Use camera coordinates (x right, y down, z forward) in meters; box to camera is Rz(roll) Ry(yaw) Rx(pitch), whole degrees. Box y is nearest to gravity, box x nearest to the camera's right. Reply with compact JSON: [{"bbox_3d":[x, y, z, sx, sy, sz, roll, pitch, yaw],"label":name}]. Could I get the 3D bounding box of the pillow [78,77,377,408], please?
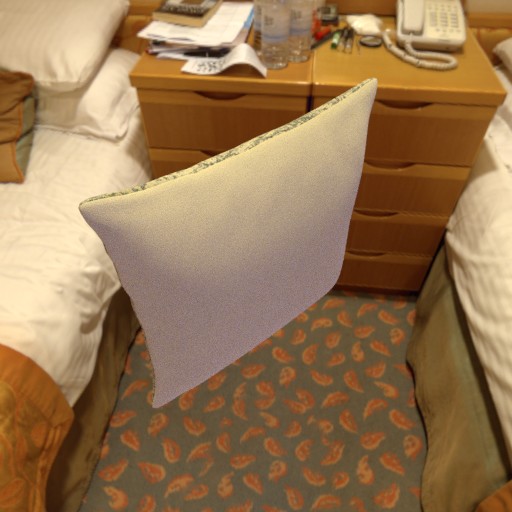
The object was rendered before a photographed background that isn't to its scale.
[{"bbox_3d":[0.000,0.000,0.792,0.523,0.510,0.166,-31,53,-27],"label":"pillow"}]
